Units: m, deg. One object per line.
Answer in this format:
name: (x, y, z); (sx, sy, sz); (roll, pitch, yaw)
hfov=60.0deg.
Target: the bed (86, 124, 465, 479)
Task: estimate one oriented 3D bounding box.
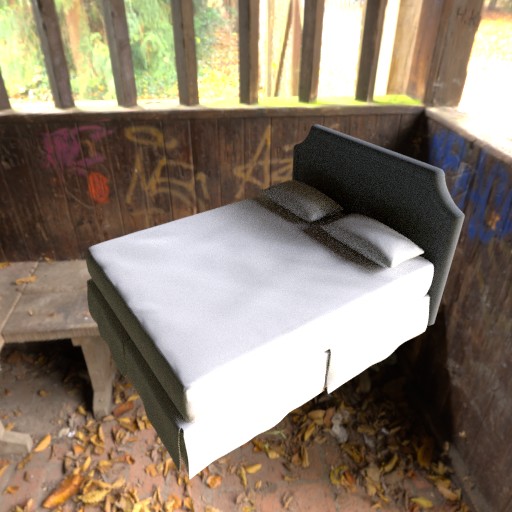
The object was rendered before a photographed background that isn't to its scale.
bed: (0.000, 0.000, 3.320); (2.259, 1.296, 1.811); (-21, 38, -29)
